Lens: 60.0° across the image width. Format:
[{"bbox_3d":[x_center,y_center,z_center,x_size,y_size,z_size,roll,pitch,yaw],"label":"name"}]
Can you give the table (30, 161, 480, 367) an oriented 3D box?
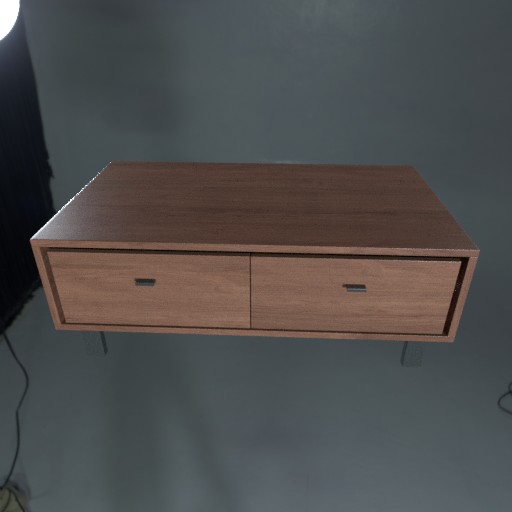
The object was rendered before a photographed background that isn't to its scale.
[{"bbox_3d":[0.000,0.000,1.338,1.020,0.380,0.600,1,30,2],"label":"table"}]
